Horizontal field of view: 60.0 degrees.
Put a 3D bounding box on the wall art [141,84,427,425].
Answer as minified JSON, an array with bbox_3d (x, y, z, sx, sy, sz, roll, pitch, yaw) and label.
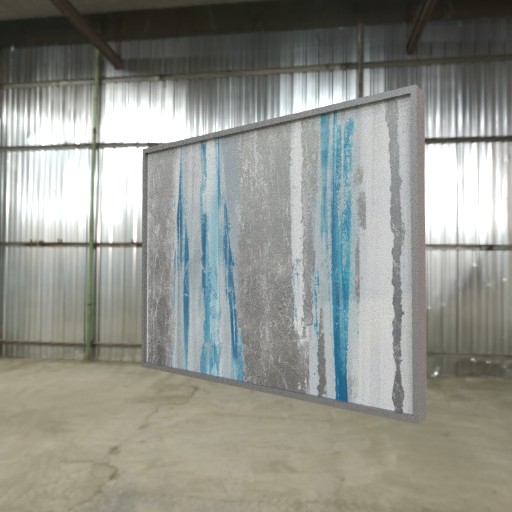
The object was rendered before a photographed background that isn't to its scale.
[{"bbox_3d":[0.000,0.000,0.766,0.557,0.450,0.037,-1,-1,36],"label":"wall art"}]
